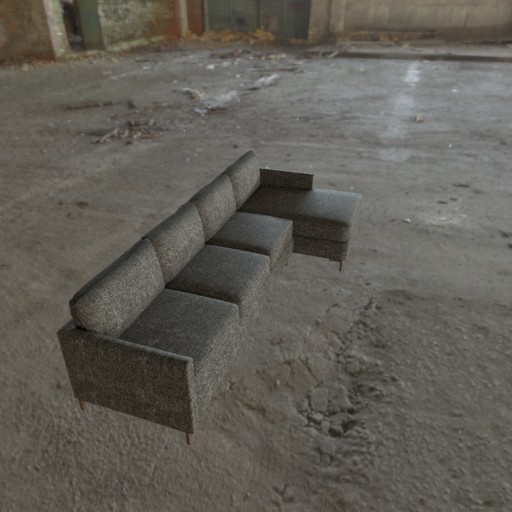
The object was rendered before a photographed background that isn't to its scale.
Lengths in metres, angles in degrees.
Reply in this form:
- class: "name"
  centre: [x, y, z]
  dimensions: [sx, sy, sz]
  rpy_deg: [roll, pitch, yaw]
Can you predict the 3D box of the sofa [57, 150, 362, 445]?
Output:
- class: "sofa"
  centre: [0.000, 0.000, 4.067]
  dimensions: [1.488, 0.970, 3.384]
  rpy_deg: [10, 32, 17]
